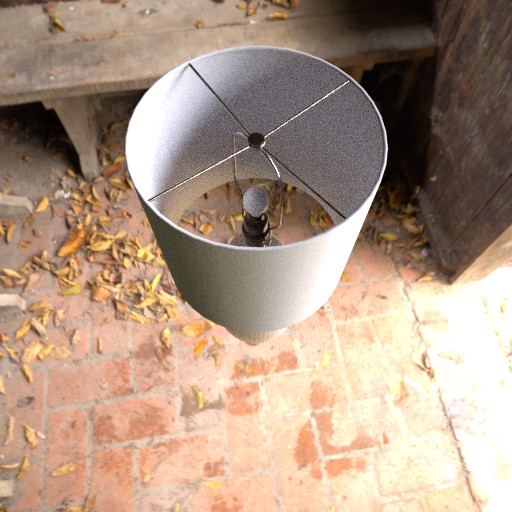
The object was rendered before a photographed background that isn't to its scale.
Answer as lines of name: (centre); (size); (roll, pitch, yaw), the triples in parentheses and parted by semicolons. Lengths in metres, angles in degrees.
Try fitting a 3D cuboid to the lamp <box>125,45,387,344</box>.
lamp: (0.000, 0.000, 0.570); (0.217, 0.453, 0.217); (-35, 69, -16)
